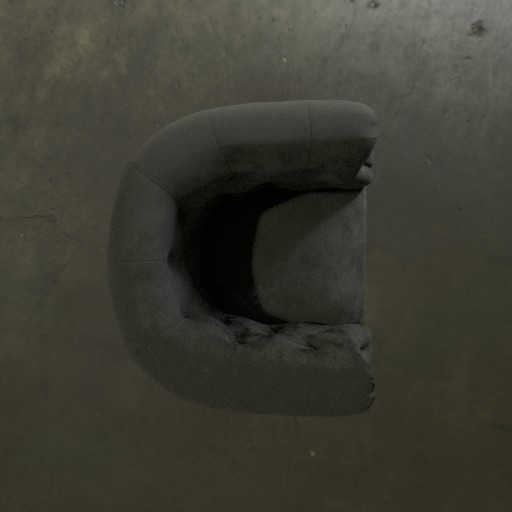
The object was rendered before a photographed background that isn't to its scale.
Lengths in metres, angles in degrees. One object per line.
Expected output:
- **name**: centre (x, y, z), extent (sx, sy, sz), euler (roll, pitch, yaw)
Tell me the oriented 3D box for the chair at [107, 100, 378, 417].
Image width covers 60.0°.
- **chair**: centre (0.000, 0.000, 1.592), extent (0.851, 0.826, 0.904), euler (0, 92, 0)
